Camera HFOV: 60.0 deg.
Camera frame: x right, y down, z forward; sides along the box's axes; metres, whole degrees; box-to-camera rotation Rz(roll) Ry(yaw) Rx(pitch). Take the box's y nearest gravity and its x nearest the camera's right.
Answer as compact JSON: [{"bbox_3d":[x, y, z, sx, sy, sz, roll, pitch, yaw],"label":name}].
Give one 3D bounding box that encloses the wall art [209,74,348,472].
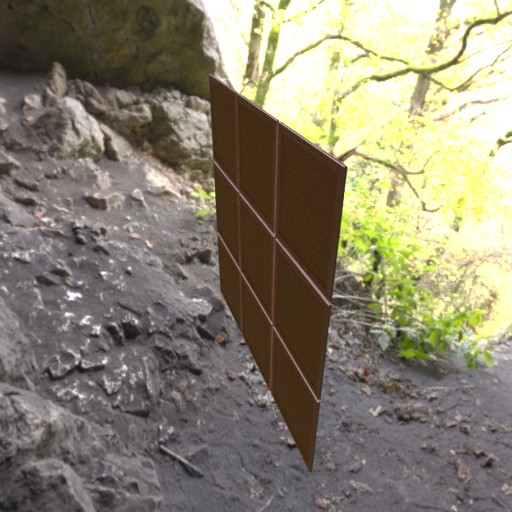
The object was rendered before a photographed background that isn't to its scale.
[{"bbox_3d":[0.000,0.000,2.295,0.013,1.519,1.521,-11,34,-17],"label":"wall art"}]
